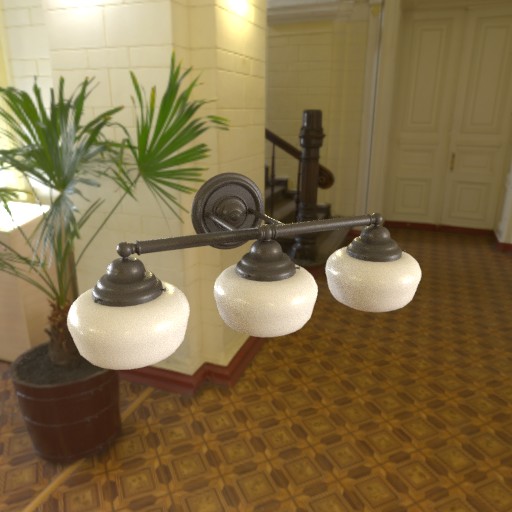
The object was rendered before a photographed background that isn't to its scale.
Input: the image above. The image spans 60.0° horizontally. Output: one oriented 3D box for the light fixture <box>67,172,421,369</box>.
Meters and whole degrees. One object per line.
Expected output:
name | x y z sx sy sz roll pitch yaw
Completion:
light fixture | 0.000 0.000 0.725 0.587 0.242 0.239 -8 20 -23
